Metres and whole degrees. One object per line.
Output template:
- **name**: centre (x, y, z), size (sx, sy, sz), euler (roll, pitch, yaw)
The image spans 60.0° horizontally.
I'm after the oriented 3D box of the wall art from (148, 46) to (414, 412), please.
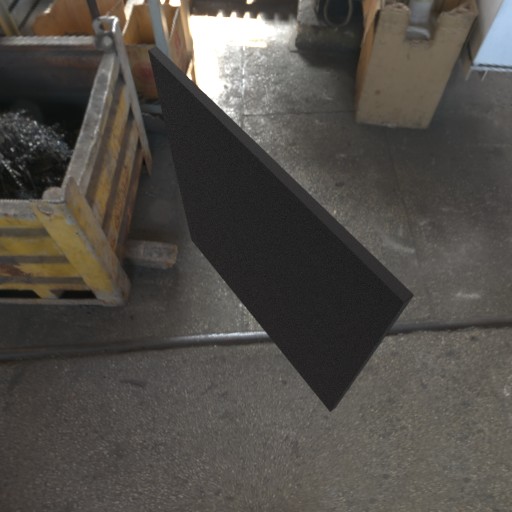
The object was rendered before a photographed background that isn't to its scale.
- **wall art**: centre (0.000, 0.000, 0.686), size (0.013, 0.458, 0.456), euler (-33, 64, -18)
